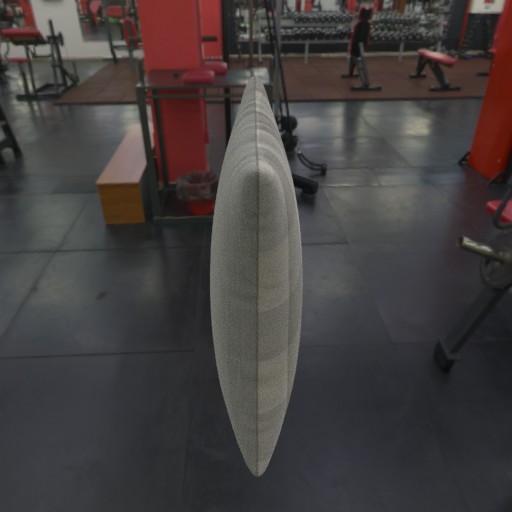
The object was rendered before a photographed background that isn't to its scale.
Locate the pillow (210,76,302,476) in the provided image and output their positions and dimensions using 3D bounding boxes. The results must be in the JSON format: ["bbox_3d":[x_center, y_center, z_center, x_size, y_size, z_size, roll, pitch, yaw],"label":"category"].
[{"bbox_3d":[0.000,0.000,0.779,0.161,0.509,0.511,0,32,0],"label":"pillow"}]
